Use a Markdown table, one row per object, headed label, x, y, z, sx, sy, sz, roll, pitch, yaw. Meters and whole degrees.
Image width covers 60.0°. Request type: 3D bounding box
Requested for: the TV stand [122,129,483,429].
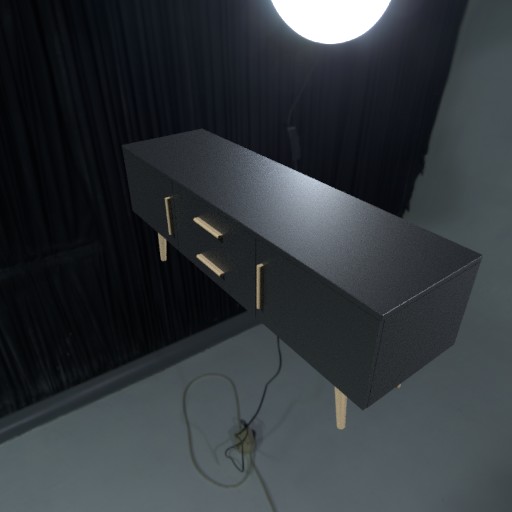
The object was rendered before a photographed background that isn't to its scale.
| label | x | y | z | sx | sy | sz | roll | pitch | yaw |
| --- | --- | --- | --- | --- | --- | --- | --- | --- | --- |
| TV stand | 0.000 | 0.000 | 1.551 | 0.390 | 0.518 | 1.312 | -22 | 38 | -30 |
